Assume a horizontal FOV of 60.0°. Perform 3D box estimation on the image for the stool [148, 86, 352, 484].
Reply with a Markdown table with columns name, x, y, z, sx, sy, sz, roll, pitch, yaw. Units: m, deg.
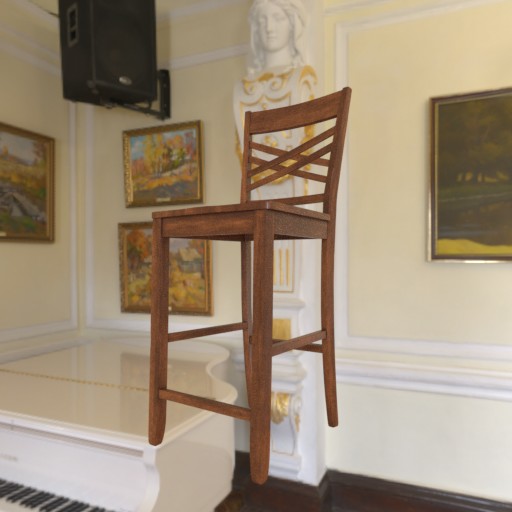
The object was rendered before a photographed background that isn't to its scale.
| name | x | y | z | sx | sy | sz | roll | pitch | yaw |
| --- | --- | --- | --- | --- | --- | --- | --- | --- | --- |
| stool | 0.000 | 0.000 | 1.369 | 0.426 | 1.098 | 0.504 | 0 | -1 | 36 |
